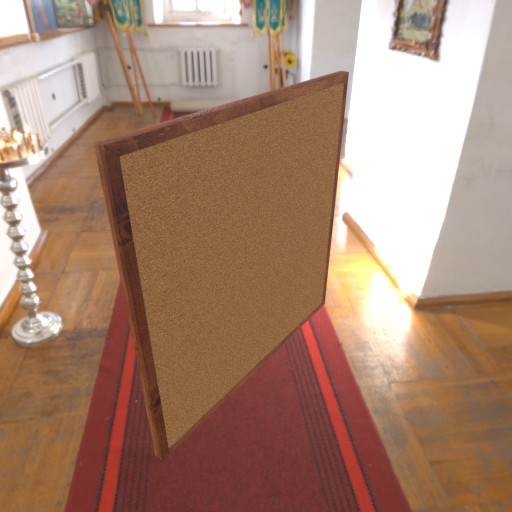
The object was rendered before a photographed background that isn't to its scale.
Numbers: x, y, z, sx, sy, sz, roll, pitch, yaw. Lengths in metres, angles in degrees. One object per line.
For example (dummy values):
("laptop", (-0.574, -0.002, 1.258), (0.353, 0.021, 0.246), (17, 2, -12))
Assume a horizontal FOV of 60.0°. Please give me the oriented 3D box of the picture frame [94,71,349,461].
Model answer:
("picture frame", (0.000, 0.000, 1.183), (0.029, 0.817, 0.810), (22, 38, 31))
